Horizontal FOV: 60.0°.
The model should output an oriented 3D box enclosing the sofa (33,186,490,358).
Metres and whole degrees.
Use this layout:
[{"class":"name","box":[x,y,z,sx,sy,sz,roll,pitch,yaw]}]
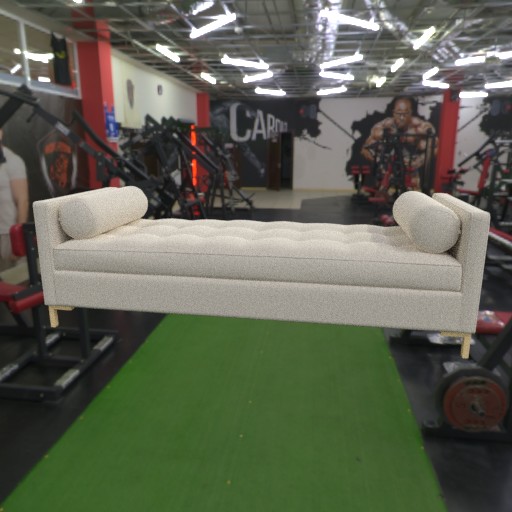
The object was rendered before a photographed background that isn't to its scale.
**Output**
[{"class":"sofa","box":[0.000,0.000,2.291,1.985,0.641,0.746,2,15,10]}]
